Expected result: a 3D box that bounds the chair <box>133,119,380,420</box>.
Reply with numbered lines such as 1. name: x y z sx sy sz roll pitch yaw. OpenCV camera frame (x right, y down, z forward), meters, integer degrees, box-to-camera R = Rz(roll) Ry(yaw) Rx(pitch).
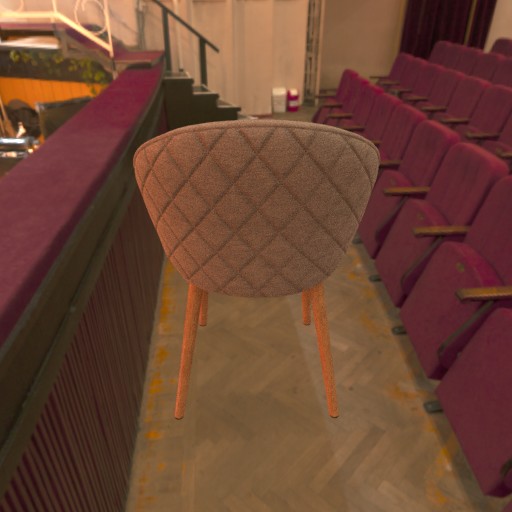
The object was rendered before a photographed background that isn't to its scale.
1. chair: 0.000 0.000 1.141 0.540 0.800 0.530 0 30 -1
